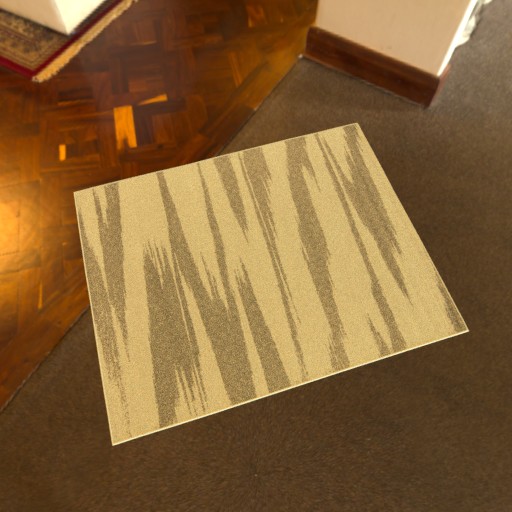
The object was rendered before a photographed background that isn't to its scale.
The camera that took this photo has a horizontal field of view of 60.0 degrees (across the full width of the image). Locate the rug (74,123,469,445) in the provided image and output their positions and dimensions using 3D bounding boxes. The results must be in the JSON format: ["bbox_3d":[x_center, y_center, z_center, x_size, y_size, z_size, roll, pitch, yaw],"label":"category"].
[{"bbox_3d":[0.000,0.000,3.945,2.945,0.014,2.353,-16,65,-8],"label":"rug"}]
